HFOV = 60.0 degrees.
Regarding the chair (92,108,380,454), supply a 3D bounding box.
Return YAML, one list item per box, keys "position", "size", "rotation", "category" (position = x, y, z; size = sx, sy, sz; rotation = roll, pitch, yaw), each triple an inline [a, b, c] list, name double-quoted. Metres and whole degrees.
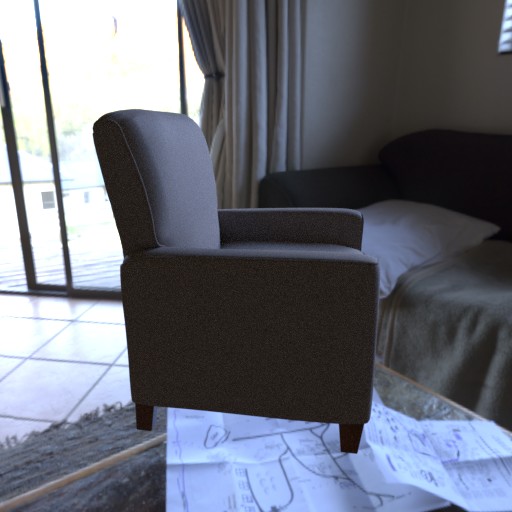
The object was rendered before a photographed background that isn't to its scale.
- position: [0.000, 0.000, 1.635]
  size: [0.859, 1.023, 0.845]
  rotation: [3, 16, 9]
  category: "chair"
